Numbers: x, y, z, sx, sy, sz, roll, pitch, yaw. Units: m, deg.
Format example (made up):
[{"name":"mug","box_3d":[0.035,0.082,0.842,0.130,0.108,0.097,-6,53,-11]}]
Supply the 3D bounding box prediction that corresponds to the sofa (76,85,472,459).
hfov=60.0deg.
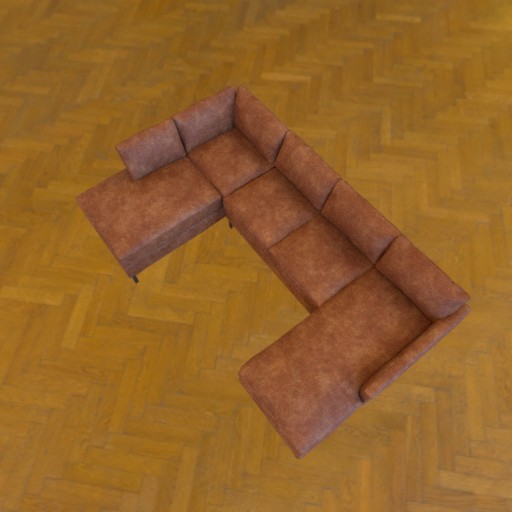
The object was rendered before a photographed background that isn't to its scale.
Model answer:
[{"name":"sofa","box_3d":[0.000,0.000,3.831,1.939,0.900,2.956,-34,67,-17]}]
